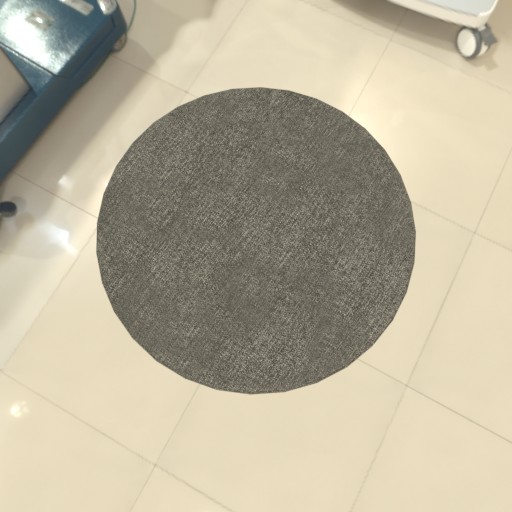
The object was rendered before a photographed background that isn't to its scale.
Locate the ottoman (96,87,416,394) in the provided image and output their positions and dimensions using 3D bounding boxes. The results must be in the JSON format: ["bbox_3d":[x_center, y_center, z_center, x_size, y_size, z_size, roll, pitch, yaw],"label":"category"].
[{"bbox_3d":[0.000,0.000,0.868,0.500,0.419,0.500,0,76,0],"label":"ottoman"}]
